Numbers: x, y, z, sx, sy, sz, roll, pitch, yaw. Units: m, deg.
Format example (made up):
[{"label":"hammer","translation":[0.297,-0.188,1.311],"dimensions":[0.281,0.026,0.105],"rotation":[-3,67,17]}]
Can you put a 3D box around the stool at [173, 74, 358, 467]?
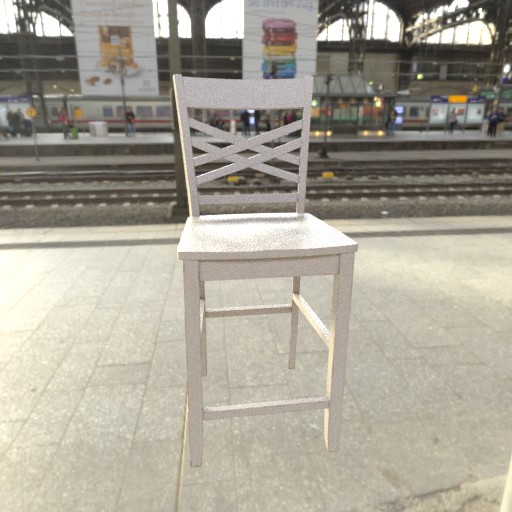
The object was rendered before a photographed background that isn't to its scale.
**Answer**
[{"label":"stool","translation":[0.000,0.000,1.370],"dimensions":[0.462,1.079,0.539],"rotation":[-3,18,-8]}]
